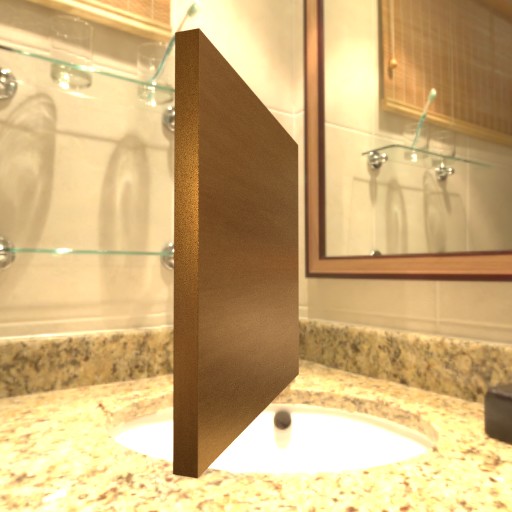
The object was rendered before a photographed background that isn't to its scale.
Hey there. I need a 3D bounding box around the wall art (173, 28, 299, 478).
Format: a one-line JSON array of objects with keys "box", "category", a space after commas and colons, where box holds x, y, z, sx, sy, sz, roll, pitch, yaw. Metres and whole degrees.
[{"box": [0.000, 0.000, 0.443, 0.019, 0.302, 0.302, -1, -2, 18], "category": "wall art"}]
